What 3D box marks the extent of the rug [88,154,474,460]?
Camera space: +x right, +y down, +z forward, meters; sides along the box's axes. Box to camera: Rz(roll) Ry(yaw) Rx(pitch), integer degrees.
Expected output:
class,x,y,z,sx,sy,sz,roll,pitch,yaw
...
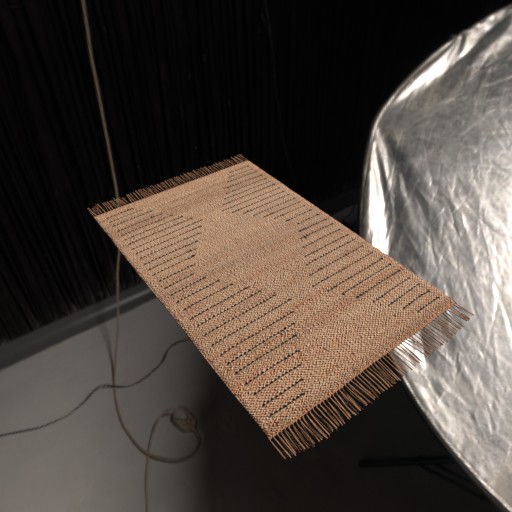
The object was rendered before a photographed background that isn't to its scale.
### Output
class,x,y,z,sx,sy,sz,roll,pitch,yaw
rug,0.000,0.000,2.552,1.224,0.027,2.085,-26,48,-27
